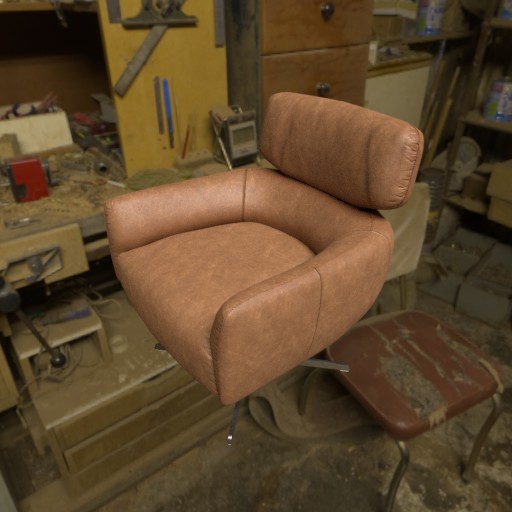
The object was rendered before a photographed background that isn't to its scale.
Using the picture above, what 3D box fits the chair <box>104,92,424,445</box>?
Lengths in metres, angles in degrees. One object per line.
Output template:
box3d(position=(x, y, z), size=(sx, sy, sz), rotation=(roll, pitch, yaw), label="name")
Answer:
box3d(position=(0.000, 0.000, 1.324), size=(0.715, 0.812, 0.706), rotation=(-21, 37, -30), label="chair")
